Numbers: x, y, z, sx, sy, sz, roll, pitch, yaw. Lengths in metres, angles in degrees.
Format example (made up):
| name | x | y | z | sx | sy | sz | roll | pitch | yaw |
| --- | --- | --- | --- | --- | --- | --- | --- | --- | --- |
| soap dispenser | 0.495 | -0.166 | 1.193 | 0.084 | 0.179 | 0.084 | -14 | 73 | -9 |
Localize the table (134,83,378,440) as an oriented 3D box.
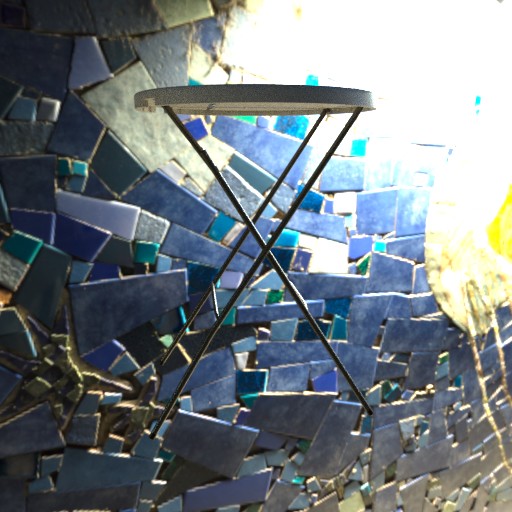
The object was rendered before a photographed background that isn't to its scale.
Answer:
| name | x | y | z | sx | sy | sz | roll | pitch | yaw |
| --- | --- | --- | --- | --- | --- | --- | --- | --- | --- |
| table | 0.000 | 0.000 | 1.630 | 0.795 | 1.105 | 0.792 | -2 | 15 | -8 |
